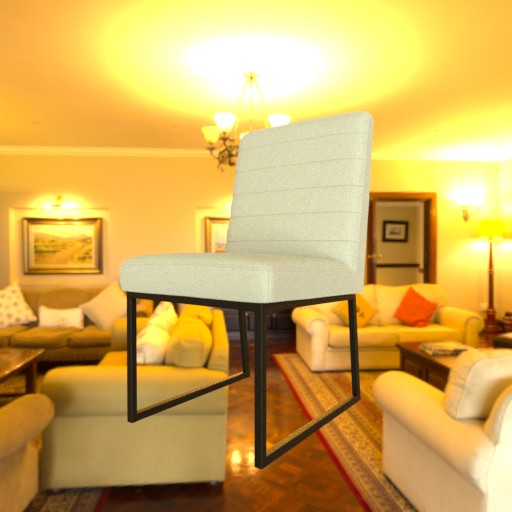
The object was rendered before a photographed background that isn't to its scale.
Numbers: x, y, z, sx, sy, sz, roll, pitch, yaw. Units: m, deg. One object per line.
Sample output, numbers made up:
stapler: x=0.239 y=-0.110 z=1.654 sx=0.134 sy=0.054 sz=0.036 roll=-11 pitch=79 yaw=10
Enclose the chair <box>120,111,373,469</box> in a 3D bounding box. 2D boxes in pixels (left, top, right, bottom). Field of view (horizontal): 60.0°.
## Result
chair: x=0.000 y=0.000 z=1.346 sx=0.520 sy=0.930 sz=0.634 roll=1 pitch=1 yaw=36
